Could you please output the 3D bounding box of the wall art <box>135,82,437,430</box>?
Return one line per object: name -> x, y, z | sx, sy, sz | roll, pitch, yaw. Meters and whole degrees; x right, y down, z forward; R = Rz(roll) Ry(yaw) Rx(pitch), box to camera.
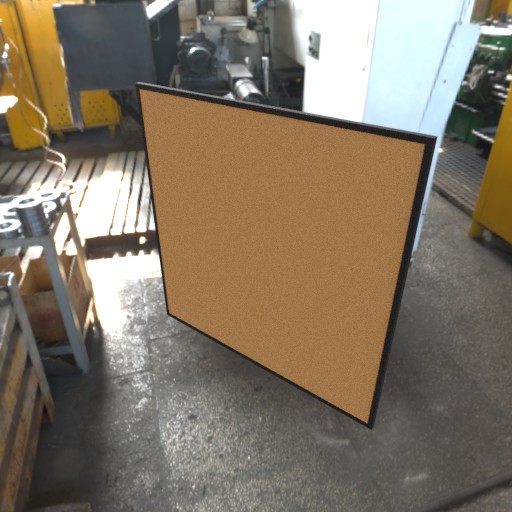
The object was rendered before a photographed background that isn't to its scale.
wall art -> 0.000, 0.000, 0.995 | 0.664, 0.663, 0.015 | 22, 38, 31
